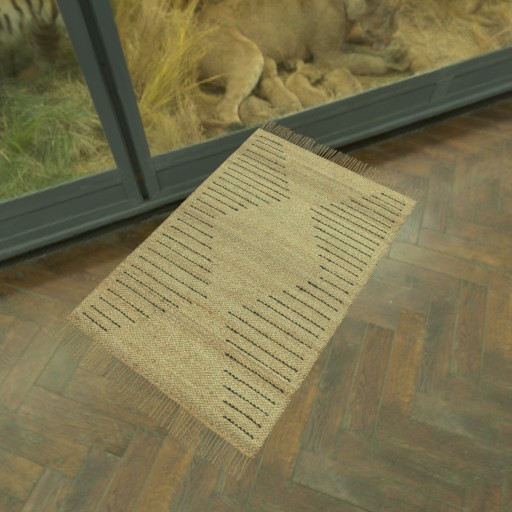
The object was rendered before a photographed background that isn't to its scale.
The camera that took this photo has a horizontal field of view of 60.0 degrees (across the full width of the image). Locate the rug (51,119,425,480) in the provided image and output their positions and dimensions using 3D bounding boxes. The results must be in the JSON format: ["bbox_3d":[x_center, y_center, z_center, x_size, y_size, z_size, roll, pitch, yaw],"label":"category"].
[{"bbox_3d":[0.000,0.000,2.584,1.224,0.027,2.085,30,62,18],"label":"rug"}]
